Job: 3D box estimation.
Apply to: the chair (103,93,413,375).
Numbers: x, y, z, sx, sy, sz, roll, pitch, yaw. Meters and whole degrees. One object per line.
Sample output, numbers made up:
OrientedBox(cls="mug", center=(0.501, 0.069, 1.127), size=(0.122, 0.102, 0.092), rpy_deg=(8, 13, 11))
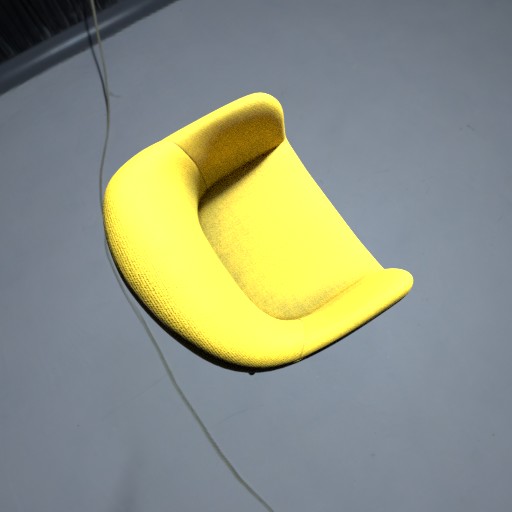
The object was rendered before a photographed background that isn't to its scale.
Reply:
OrientedBox(cls="chair", center=(0.000, 0.000, 1.167), size=(0.550, 0.795, 0.590), rpy_deg=(-32, 77, -8))
